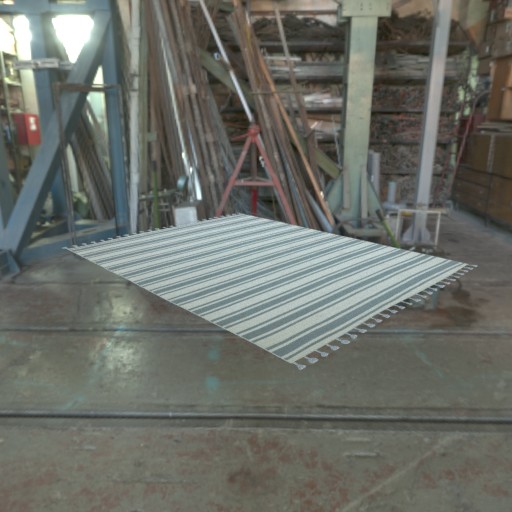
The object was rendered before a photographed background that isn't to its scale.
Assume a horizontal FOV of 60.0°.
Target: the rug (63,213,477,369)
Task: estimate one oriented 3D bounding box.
[{"bbox_3d":[0.000,0.000,4.227,2.439,0.005,3.201,-16,24,-42],"label":"rug"}]
